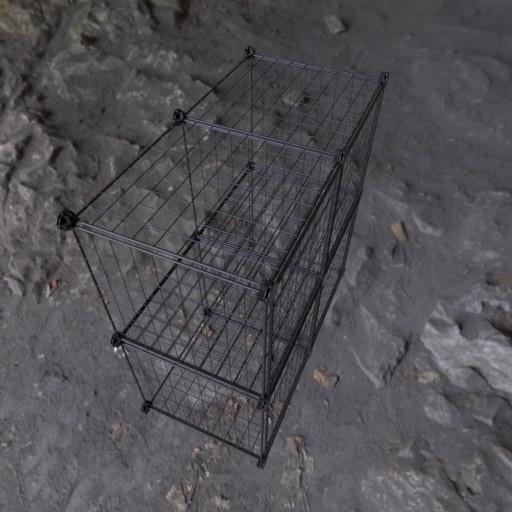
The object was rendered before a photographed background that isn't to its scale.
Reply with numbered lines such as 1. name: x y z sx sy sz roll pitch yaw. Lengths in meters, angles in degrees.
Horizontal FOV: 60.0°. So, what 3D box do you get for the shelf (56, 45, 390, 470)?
1. shelf: 0.000 0.000 1.105 0.356 0.711 0.711 18 50 16
